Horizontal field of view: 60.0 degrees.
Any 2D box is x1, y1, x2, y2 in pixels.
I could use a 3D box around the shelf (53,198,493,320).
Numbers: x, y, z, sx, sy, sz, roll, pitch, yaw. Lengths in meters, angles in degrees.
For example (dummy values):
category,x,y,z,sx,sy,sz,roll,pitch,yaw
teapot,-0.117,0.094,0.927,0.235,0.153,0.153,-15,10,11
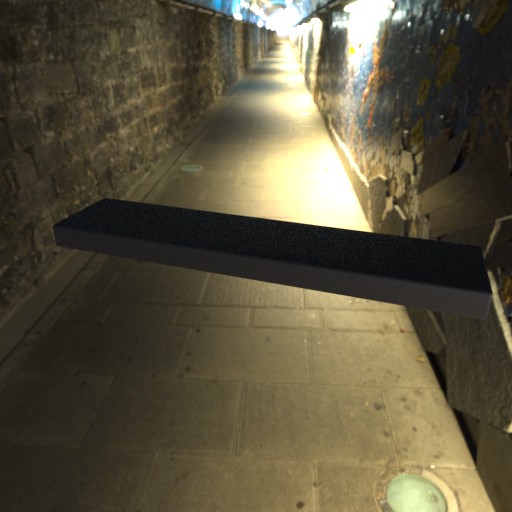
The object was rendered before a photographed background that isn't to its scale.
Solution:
category,x,y,z,sx,sy,sz,roll,pitch,yaw
shelf,0.000,0.000,0.492,0.456,0.053,0.102,9,28,17
